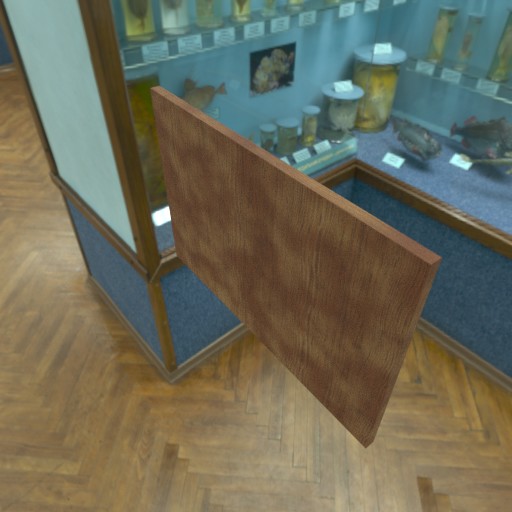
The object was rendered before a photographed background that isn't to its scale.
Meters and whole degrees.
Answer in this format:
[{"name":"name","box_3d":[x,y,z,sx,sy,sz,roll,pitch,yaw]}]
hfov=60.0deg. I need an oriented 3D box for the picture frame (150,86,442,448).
[{"name":"picture frame","box_3d":[0.000,0.000,1.210,0.029,0.640,0.950,-27,48,-27]}]
